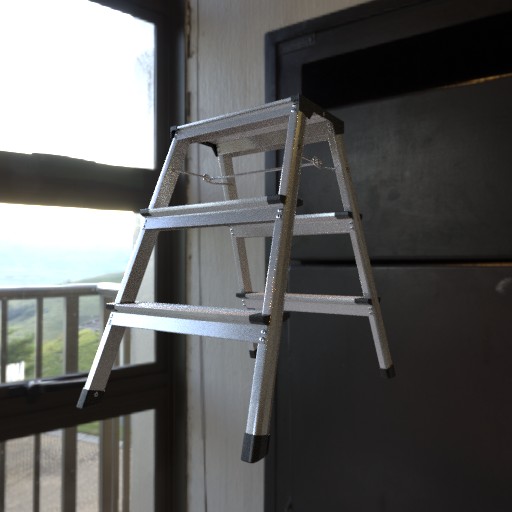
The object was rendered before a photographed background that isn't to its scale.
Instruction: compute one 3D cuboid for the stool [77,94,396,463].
[{"bbox_3d":[0.000,0.000,1.011,0.437,0.605,0.622,-1,-2,36],"label":"stool"}]
